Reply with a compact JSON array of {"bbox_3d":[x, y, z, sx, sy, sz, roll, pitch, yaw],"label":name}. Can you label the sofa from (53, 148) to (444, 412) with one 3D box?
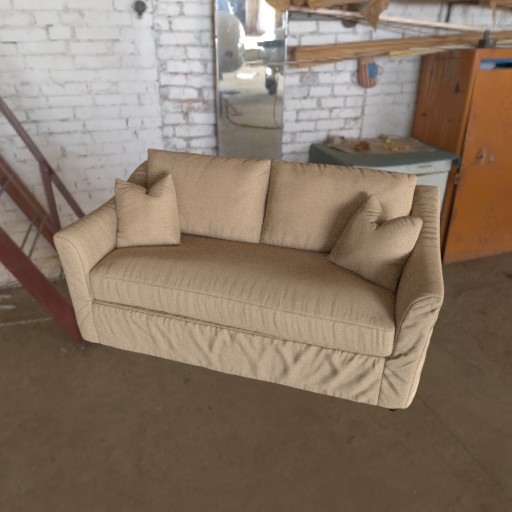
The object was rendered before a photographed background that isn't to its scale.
[{"bbox_3d":[0.000,0.000,2.649,2.010,1.018,1.072,8,29,16],"label":"sofa"}]
